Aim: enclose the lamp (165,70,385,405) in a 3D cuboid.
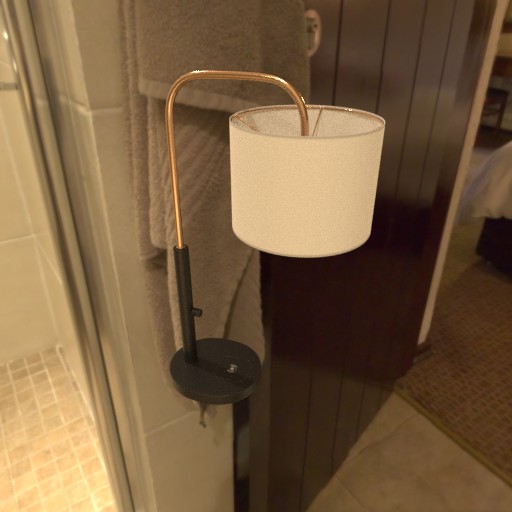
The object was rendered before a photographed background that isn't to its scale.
[{"bbox_3d":[0.000,0.000,0.699,0.337,0.540,0.199,9,30,17],"label":"lamp"}]
